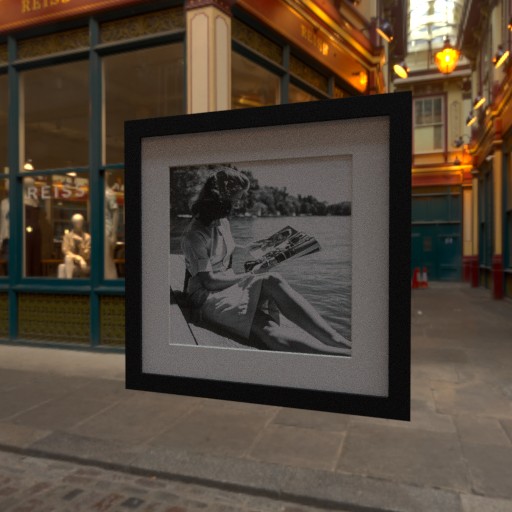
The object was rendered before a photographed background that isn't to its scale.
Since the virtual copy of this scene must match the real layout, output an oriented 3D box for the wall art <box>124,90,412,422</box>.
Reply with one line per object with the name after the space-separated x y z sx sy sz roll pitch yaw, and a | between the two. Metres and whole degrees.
0.000 0.000 0.699 0.462 0.458 0.030 0 1 18 | wall art
